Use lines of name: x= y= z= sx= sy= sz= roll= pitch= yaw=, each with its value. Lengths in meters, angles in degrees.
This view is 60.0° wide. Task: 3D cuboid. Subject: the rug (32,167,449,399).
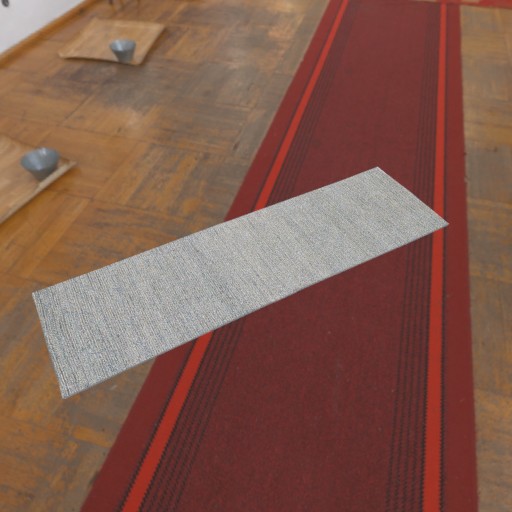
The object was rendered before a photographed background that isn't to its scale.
rug: x=0.000 y=0.000 z=2.529 sx=2.341 sy=0.037 sz=0.675 roll=-22 pitch=51 yaw=-19
